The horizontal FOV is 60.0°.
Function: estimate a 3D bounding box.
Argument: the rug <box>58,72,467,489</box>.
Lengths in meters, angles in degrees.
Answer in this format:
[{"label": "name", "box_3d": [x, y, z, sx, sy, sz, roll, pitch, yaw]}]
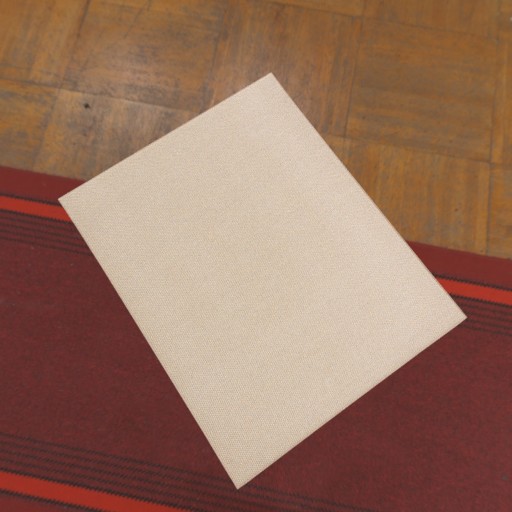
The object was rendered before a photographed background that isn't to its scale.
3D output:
[{"label": "rug", "box_3d": [0.000, 0.000, 4.053, 2.462, 0.018, 3.039, -34, 78, -8]}]
